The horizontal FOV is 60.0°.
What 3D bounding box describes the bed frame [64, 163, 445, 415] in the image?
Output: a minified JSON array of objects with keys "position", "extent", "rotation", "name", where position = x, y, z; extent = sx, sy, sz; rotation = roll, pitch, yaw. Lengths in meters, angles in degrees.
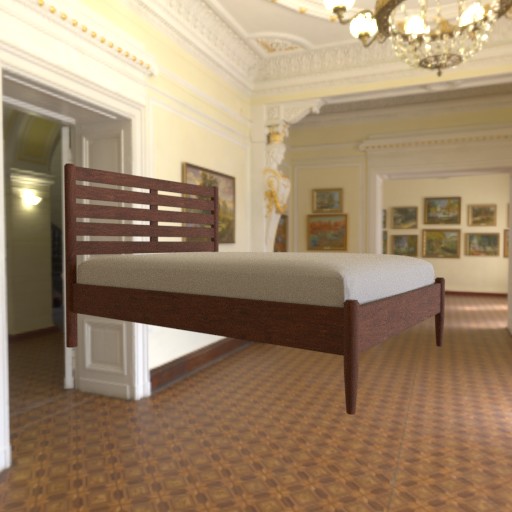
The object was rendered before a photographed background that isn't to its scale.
[{"position":[0.000,0.000,3.215],"extent":[2.234,1.321,1.655],"rotation":[1,2,36],"name":"bed frame"}]
